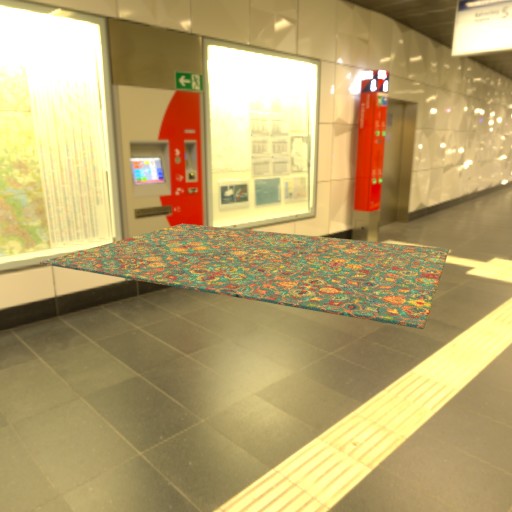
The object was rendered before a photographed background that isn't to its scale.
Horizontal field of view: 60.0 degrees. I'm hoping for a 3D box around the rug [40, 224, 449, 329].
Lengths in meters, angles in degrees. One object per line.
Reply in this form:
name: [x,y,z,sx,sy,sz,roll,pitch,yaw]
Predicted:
rug: [0.000,0.000,2.958,2.290,0.016,1.527,7,16,26]
